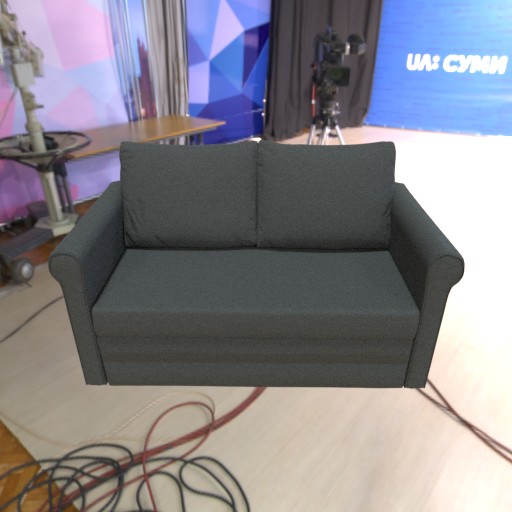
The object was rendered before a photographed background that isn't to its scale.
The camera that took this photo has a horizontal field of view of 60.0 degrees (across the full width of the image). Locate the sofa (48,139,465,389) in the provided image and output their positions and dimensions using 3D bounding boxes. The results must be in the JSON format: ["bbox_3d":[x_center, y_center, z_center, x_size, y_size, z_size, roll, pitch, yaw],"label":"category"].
[{"bbox_3d":[0.000,0.000,1.927,1.460,0.872,0.741,0,29,1],"label":"sofa"}]
